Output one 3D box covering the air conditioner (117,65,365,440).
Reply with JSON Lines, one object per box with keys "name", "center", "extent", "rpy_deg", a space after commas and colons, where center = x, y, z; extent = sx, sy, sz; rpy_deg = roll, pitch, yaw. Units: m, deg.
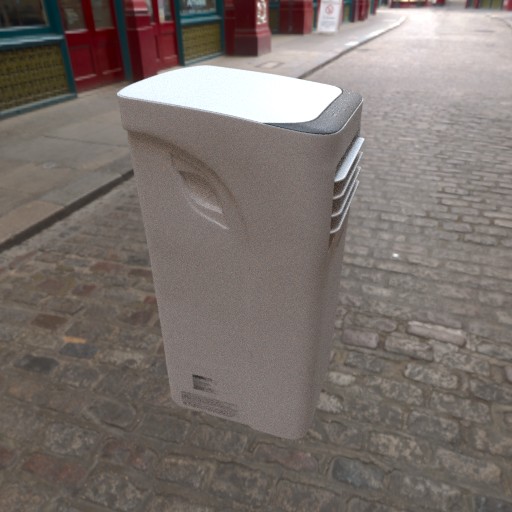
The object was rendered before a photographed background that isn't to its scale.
{"name": "air conditioner", "center": [0.000, 0.000, 0.941], "extent": [0.369, 0.716, 0.352], "rpy_deg": [10, 32, 17]}
